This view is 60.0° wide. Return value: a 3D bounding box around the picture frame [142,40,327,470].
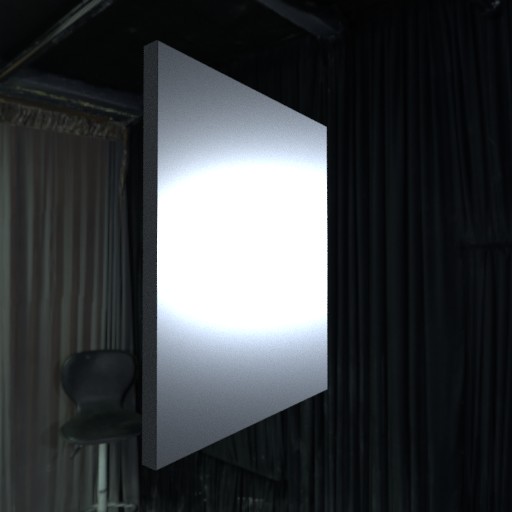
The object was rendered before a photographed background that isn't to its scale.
[{"bbox_3d":[0.000,0.000,0.764,0.028,0.556,0.460,-1,-1,37],"label":"picture frame"}]
